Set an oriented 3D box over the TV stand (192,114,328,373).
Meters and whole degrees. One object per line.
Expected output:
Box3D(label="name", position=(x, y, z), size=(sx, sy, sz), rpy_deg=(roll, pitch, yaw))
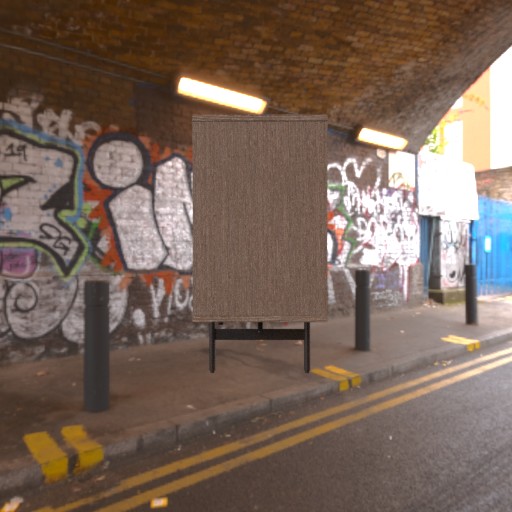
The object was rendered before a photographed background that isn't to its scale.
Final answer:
Box3D(label="TV stand", position=(0.000, 0.000, 2.125), size=(0.405, 0.787, 1.804), rpy_deg=(0, 0, 0))
